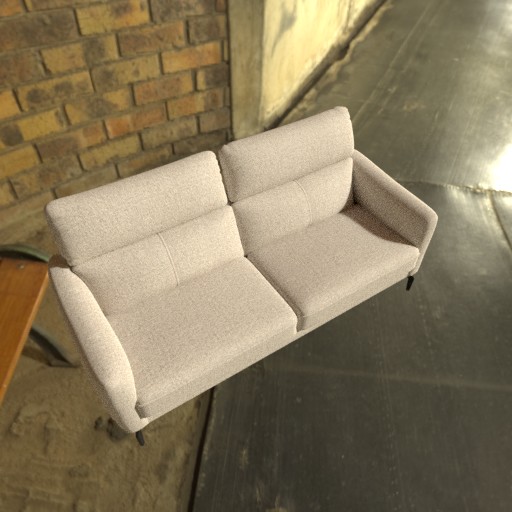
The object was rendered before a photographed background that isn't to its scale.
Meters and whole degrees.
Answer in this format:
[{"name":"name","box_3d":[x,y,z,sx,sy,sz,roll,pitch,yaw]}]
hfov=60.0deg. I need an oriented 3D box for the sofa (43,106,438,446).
[{"name":"sofa","box_3d":[0.000,0.000,2.421,2.015,0.956,0.856,-25,50,-22]}]
